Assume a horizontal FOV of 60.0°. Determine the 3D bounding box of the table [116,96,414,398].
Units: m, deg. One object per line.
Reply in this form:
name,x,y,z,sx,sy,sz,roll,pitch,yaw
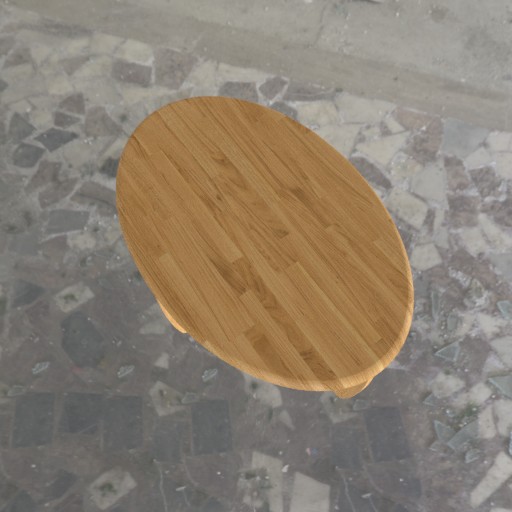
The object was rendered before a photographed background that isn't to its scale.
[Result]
table,0.000,0.000,1.445,0.690,0.490,1.040,-32,68,-15
